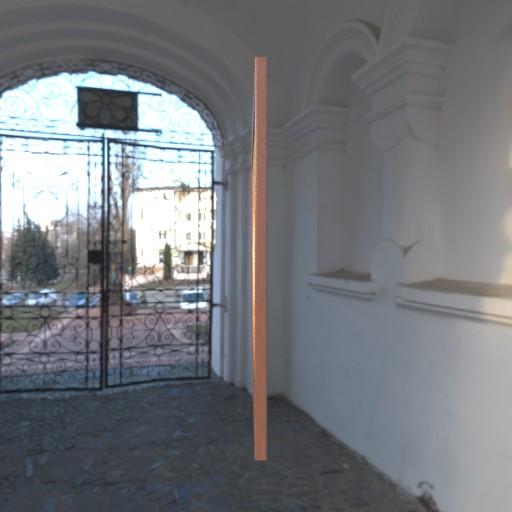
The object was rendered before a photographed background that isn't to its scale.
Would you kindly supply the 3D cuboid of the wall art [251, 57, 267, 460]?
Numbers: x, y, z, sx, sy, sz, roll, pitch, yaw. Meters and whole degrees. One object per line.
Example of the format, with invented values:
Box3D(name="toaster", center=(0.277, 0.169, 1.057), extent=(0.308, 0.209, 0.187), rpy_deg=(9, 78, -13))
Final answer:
Box3D(name="wall art", center=(0.000, 0.000, 0.830), extent=(0.014, 0.455, 0.660), rpy_deg=(0, 1, -1))
